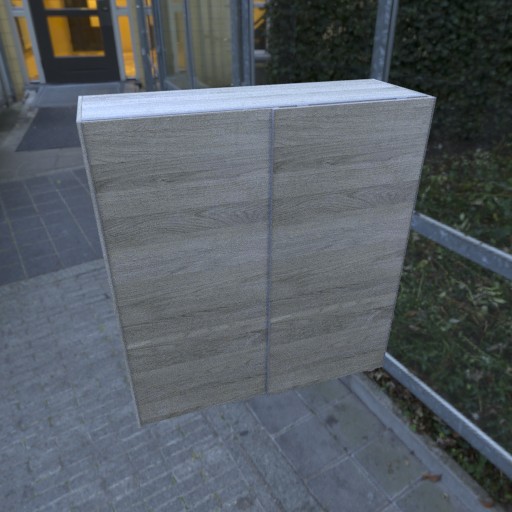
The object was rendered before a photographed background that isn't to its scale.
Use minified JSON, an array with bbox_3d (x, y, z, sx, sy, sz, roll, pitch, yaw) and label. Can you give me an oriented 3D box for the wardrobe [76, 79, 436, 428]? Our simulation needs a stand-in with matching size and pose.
[{"bbox_3d":[0.000,0.000,2.832,1.780,1.960,0.629,-9,32,-16],"label":"wardrobe"}]
